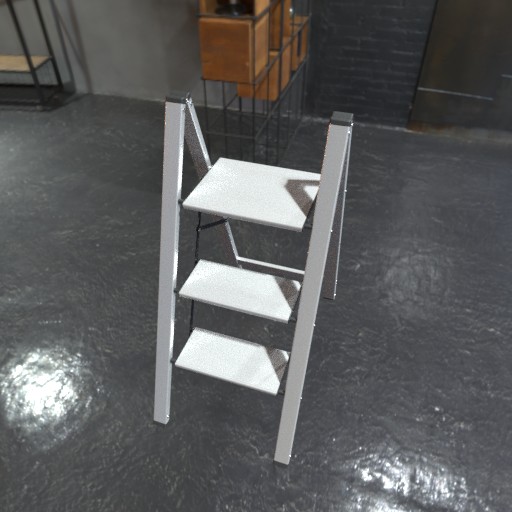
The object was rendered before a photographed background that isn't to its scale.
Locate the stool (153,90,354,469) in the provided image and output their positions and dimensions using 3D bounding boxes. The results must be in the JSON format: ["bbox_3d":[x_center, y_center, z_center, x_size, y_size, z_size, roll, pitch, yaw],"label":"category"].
[{"bbox_3d":[0.000,0.000,1.295,0.441,0.902,0.730,12,42,14],"label":"stool"}]
